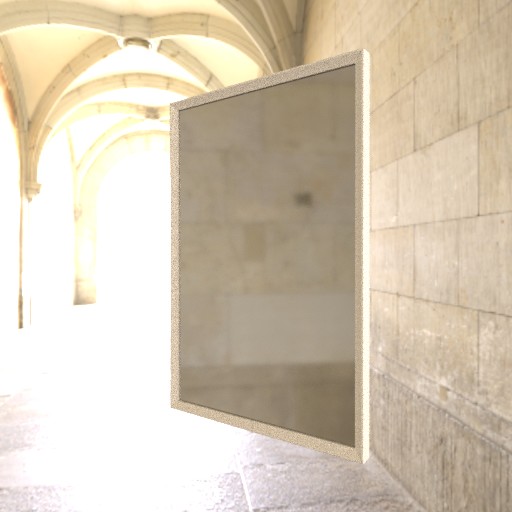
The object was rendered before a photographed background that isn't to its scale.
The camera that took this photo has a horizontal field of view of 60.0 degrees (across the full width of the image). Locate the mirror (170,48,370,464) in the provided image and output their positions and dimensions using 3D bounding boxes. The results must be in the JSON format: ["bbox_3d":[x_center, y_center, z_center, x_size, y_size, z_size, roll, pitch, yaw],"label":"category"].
[{"bbox_3d":[0.000,0.000,1.167,0.609,0.915,0.041,0,0,36],"label":"mirror"}]
